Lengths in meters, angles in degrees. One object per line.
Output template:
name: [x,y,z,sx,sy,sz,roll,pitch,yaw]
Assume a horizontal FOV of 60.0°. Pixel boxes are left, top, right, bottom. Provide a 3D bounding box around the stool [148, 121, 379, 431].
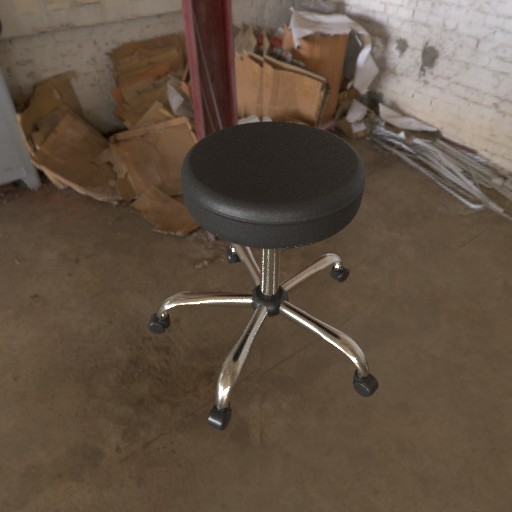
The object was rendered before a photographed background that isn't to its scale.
stool: [0.000,0.000,1.152,0.638,0.576,0.673,0,41,0]
